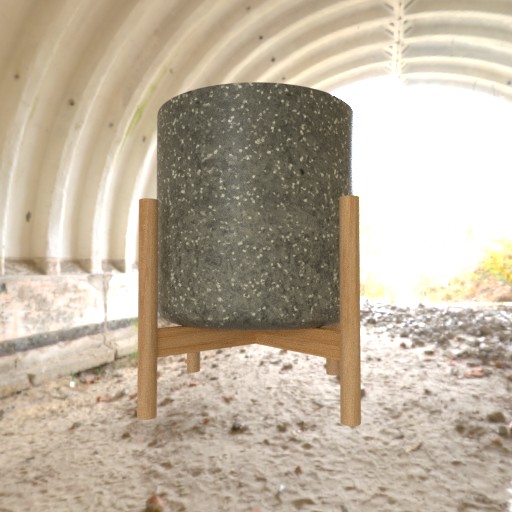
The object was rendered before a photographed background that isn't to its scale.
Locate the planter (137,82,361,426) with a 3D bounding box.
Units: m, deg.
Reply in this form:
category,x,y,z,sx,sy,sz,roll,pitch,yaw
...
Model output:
category,x,y,z,sx,sy,sz,roll,pitch,yaw
planter,0.000,0.000,0.690,0.360,0.419,0.360,1,-2,-17
